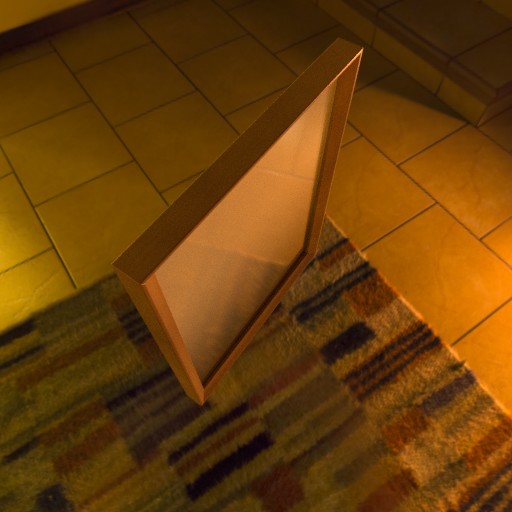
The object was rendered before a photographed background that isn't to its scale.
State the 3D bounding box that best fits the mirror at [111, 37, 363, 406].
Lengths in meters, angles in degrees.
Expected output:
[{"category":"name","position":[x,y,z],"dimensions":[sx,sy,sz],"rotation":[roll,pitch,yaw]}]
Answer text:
[{"category":"mirror","position":[0.000,0.000,0.696],"dimensions":[0.041,0.509,0.406],"rotation":[32,65,17]}]
